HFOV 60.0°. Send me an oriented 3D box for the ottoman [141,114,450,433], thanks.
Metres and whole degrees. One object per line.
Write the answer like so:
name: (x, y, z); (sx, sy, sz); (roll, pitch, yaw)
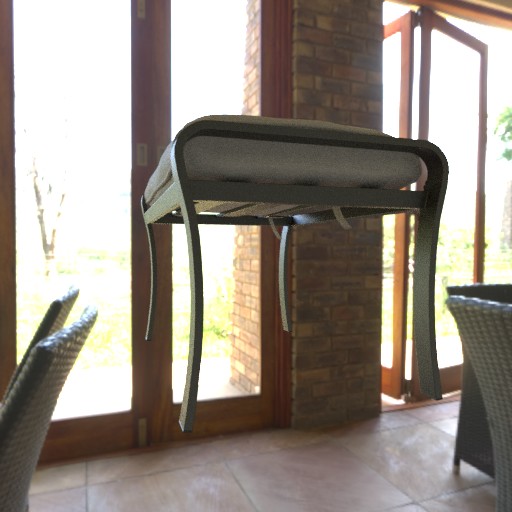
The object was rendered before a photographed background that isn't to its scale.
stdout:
ottoman: (0.000, 0.000, 0.885); (0.406, 0.422, 0.610); (0, 1, -18)
